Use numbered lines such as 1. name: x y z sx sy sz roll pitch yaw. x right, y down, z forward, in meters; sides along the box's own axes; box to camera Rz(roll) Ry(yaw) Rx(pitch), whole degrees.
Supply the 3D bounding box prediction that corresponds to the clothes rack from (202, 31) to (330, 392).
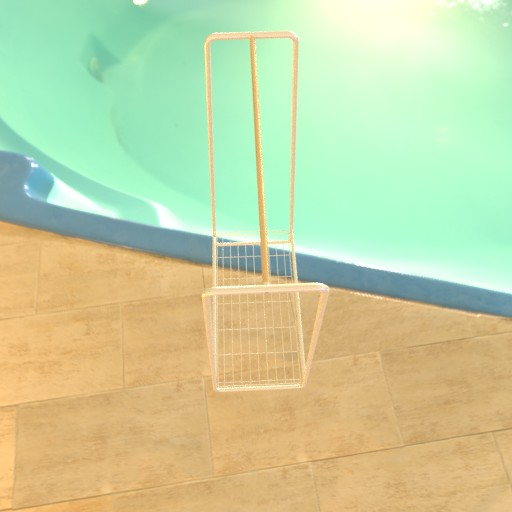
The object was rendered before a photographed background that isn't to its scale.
1. clothes rack: 0.000 0.000 1.915 0.495 1.500 0.900 -2 65 -1
